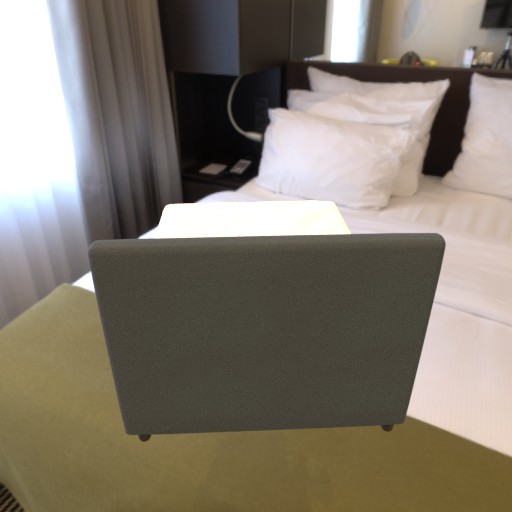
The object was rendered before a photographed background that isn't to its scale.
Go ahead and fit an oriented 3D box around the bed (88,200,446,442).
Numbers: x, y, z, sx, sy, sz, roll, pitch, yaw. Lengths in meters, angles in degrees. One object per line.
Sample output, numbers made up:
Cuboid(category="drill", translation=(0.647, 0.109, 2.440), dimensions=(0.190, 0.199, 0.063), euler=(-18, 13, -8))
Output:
Cuboid(category="bed", translation=(0.000, 0.000, 3.242), dimensions=(1.713, 1.330, 2.162), euler=(-1, 29, -2))
